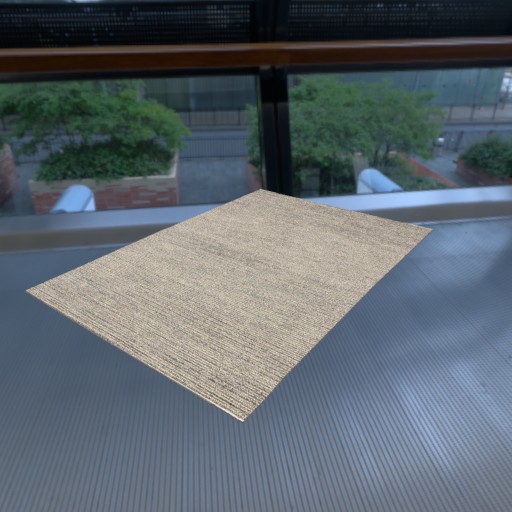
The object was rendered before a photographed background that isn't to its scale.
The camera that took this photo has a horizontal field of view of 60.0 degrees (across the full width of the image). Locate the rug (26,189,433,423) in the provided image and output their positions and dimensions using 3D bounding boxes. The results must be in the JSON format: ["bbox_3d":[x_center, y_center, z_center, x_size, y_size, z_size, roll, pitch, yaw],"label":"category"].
[{"bbox_3d":[0.000,0.000,2.939,1.604,0.030,2.307,19,33,32],"label":"rug"}]
